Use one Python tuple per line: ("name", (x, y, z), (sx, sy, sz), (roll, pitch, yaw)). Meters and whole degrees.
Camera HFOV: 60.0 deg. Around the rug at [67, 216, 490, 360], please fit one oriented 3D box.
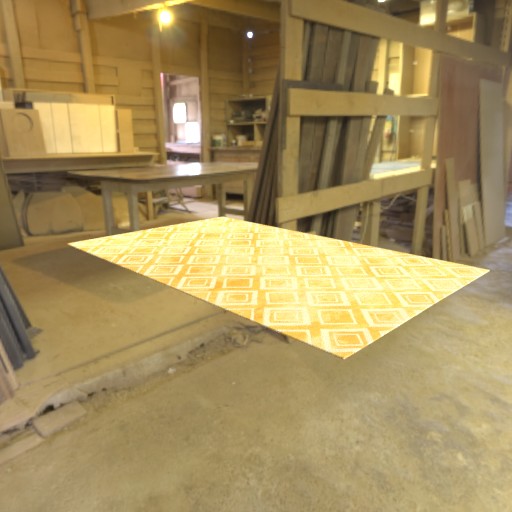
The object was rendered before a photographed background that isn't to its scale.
("rug", (0.000, 0.000, 2.950), (2.424, 0.010, 1.511), (15, 22, 43))
